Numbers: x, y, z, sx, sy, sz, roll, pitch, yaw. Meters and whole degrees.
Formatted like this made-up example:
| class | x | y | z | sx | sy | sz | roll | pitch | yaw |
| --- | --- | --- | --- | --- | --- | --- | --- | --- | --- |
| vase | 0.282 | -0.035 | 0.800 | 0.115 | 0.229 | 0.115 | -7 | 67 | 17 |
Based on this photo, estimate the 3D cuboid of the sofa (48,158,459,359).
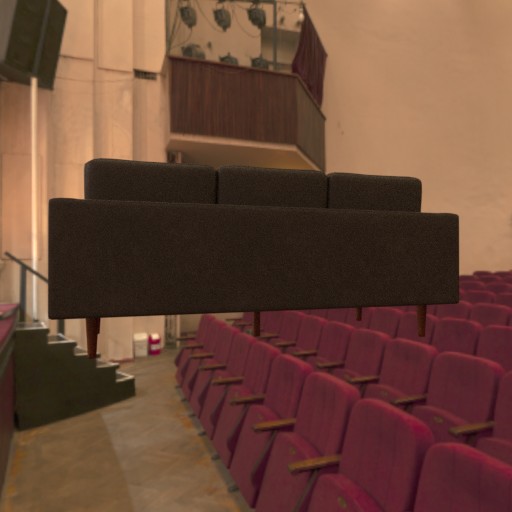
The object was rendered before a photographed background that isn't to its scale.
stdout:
| class | x | y | z | sx | sy | sz | roll | pitch | yaw |
| --- | --- | --- | --- | --- | --- | --- | --- | --- | --- |
| sofa | 0.000 | 0.000 | 2.494 | 2.029 | 0.899 | 0.879 | 0 | 0 | -18 |
